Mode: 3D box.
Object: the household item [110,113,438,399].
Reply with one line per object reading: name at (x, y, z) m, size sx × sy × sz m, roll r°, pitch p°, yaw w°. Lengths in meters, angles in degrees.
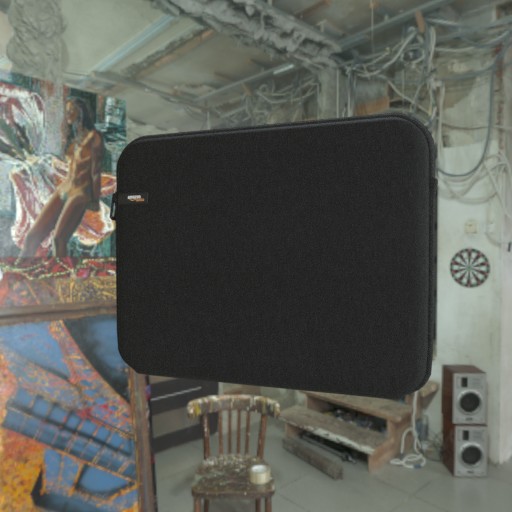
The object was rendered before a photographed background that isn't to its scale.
household item at (0.000, 0.000, 0.522) m, size 0.396 × 0.305 × 0.030 m, roll 0°, pitch 1°, yaw 18°
